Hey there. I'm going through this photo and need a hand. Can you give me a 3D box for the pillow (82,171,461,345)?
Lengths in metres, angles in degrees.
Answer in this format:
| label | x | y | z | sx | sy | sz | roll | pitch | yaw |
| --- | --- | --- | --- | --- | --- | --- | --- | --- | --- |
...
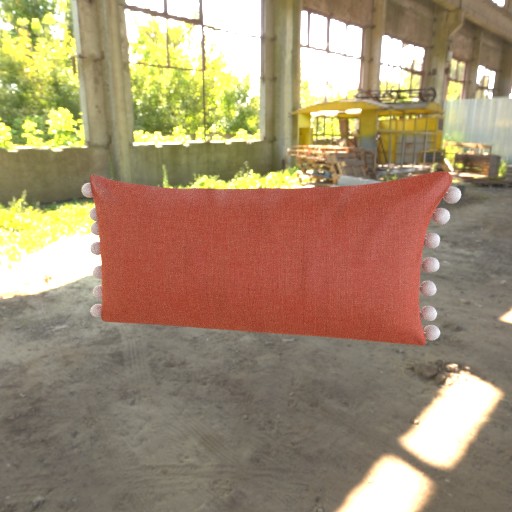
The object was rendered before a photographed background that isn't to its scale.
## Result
| label | x | y | z | sx | sy | sz | roll | pitch | yaw |
| --- | --- | --- | --- | --- | --- | --- | --- | --- | --- |
| pillow | 0.000 | 0.000 | 0.834 | 0.709 | 0.322 | 0.201 | 2 | 15 | 9 |
